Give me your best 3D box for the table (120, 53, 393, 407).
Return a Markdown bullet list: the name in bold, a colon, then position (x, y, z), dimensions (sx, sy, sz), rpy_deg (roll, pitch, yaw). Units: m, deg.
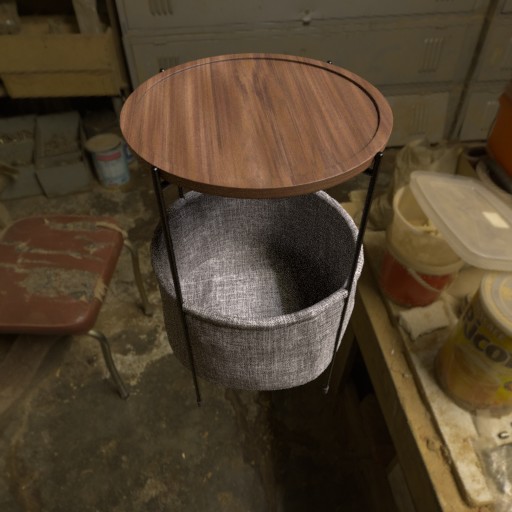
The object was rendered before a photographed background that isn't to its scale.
- **table**: position (0.000, 0.000, 0.863), dimensions (0.400, 0.623, 0.400), rpy_deg (-5, 46, -4)
